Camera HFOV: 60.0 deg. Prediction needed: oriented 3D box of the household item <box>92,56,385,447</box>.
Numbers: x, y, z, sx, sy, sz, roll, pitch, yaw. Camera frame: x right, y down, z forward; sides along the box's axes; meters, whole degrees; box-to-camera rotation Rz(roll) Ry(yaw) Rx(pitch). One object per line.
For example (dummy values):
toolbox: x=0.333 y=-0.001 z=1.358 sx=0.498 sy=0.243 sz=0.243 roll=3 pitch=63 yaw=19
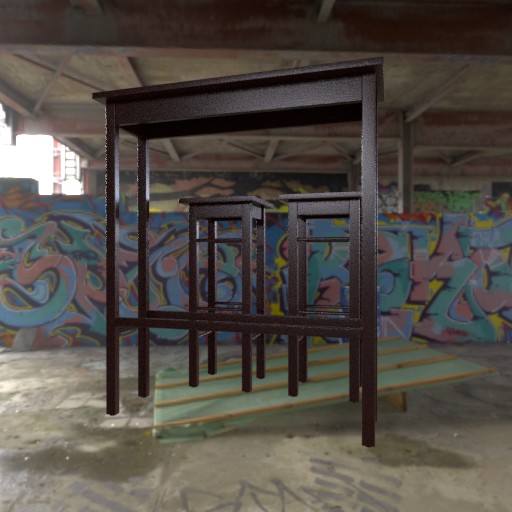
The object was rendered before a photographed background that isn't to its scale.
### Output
household item: x=0.000 y=0.000 z=1.638 sx=0.914 sy=1.067 sz=0.676 roll=0 pitch=0 yaw=17
